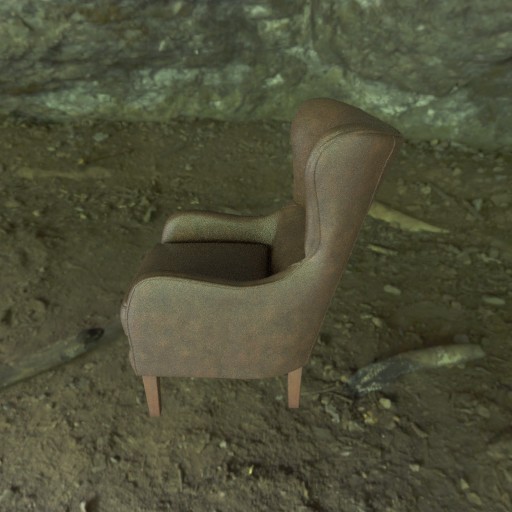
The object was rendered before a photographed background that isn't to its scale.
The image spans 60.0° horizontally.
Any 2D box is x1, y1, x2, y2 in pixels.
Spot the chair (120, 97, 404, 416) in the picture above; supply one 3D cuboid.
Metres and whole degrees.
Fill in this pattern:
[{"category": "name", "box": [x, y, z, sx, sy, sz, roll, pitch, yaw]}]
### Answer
[{"category": "chair", "box": [0.000, 0.000, 1.640, 0.914, 1.048, 0.692, 0, 26, 1]}]
